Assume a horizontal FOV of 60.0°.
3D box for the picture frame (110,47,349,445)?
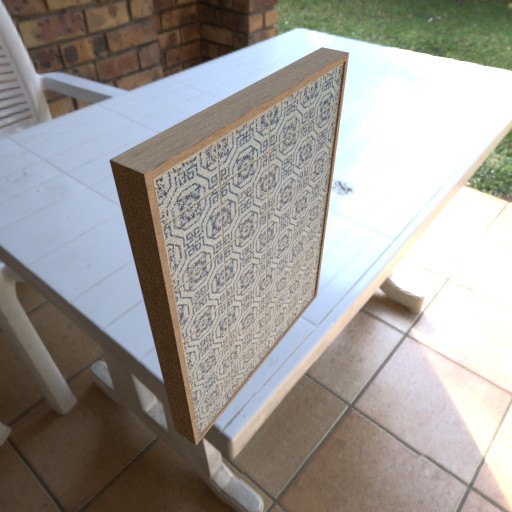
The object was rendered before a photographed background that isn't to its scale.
[{"bbox_3d":[0.000,0.000,0.714,0.046,0.526,0.421,25,47,25],"label":"picture frame"}]
